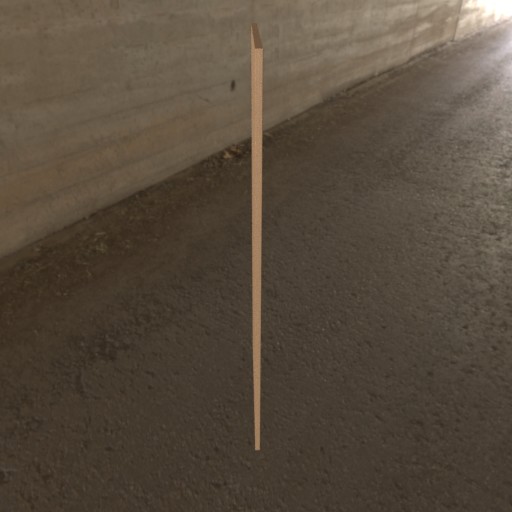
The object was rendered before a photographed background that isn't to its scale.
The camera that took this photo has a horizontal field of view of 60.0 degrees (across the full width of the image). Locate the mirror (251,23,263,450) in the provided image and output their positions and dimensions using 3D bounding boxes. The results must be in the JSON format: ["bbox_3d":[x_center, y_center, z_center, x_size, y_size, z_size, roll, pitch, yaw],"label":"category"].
[{"bbox_3d":[0.000,0.000,2.251,0.026,2.031,0.812,-1,33,-1],"label":"mirror"}]
